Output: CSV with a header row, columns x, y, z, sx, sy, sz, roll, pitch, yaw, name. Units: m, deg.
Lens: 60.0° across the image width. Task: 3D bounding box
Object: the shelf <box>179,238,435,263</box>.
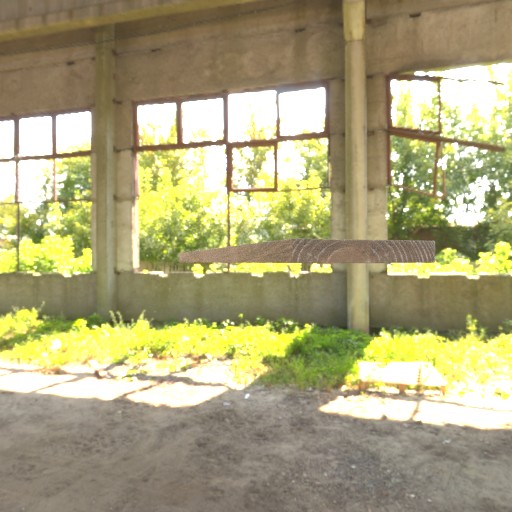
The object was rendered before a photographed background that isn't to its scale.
x,y,z,sx,sy,sz,roll,pitch,yaw,name
0.000,0.000,0.668,0.140,0.020,0.610,0,-1,-18,shelf
